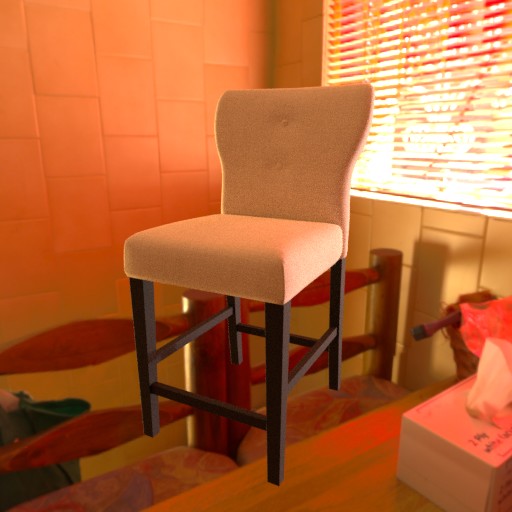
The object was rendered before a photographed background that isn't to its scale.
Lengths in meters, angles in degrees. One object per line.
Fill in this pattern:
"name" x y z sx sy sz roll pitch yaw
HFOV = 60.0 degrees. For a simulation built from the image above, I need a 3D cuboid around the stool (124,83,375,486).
"stool" 0.000 0.000 1.276 0.514 0.972 0.603 8 16 27
